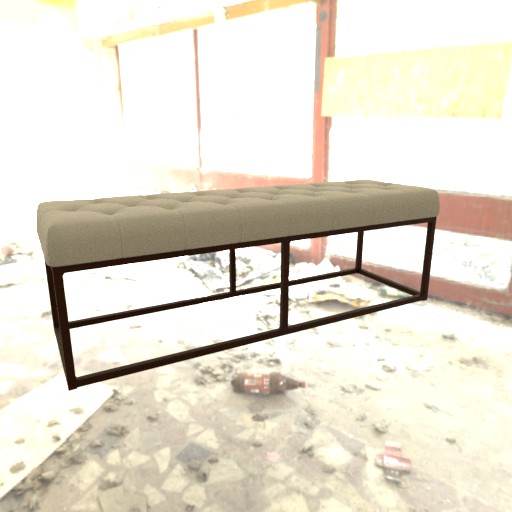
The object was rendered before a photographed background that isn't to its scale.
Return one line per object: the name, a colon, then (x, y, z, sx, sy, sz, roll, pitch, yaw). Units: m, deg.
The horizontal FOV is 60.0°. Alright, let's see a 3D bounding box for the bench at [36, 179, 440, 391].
bench: (0.000, 0.000, 1.723, 1.488, 0.488, 0.479, -9, 18, -27)
